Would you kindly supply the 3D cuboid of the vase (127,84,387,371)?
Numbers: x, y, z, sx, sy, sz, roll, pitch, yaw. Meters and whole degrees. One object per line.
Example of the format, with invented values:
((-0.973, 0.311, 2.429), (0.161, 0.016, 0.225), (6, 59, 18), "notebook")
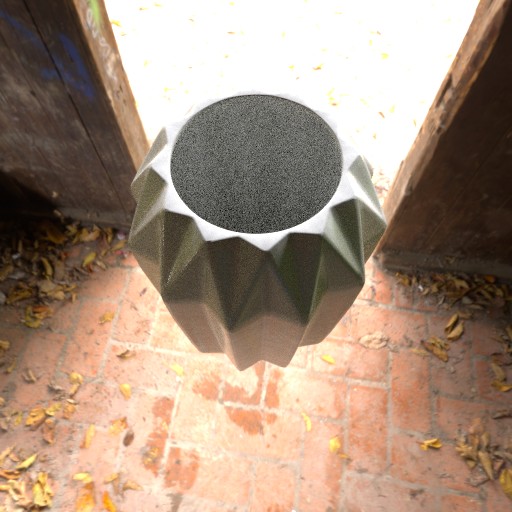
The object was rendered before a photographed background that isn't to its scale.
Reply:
((0.000, 0.000, 0.404), (0.195, 0.275, 0.195), (0, 63, 0), "vase")
